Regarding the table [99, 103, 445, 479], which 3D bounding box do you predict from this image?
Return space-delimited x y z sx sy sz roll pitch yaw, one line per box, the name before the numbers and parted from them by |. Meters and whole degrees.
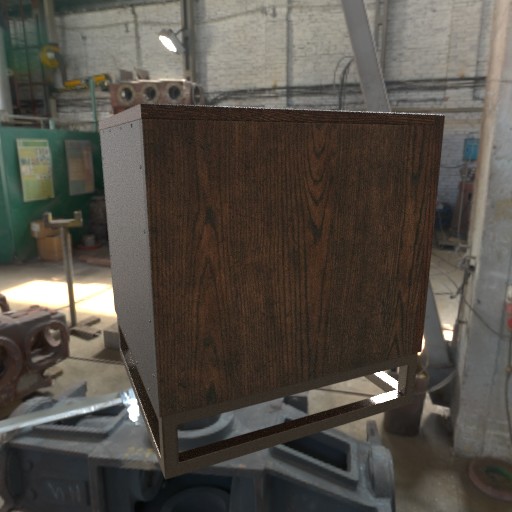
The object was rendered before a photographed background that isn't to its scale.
table | 0.000 0.000 0.982 0.566 0.582 0.506 -6 15 -24
